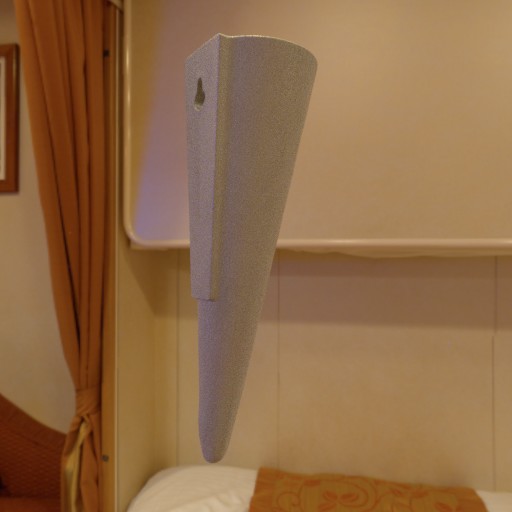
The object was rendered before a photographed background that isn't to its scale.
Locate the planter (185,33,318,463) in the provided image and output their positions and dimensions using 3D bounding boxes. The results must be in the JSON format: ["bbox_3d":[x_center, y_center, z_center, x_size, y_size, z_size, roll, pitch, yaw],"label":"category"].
[{"bbox_3d":[0.000,0.000,0.221,0.064,0.191,0.057,0,-1,-35],"label":"planter"}]
